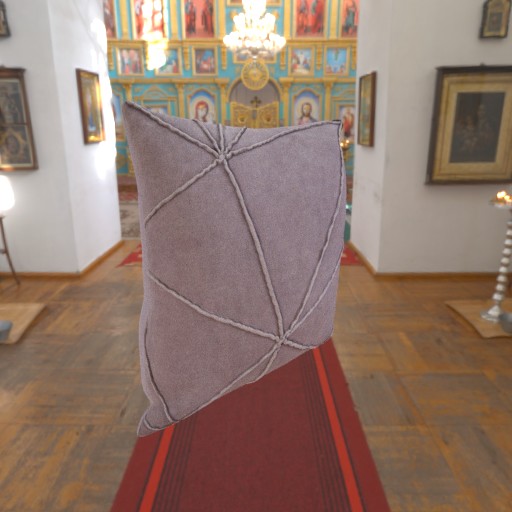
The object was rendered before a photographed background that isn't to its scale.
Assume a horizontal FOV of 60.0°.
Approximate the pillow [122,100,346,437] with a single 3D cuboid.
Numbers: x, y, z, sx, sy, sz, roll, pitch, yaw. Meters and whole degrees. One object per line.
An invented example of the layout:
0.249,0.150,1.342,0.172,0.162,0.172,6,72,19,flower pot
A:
0.000,0.000,0.695,0.439,0.440,0.185,-14,21,-43,pillow
